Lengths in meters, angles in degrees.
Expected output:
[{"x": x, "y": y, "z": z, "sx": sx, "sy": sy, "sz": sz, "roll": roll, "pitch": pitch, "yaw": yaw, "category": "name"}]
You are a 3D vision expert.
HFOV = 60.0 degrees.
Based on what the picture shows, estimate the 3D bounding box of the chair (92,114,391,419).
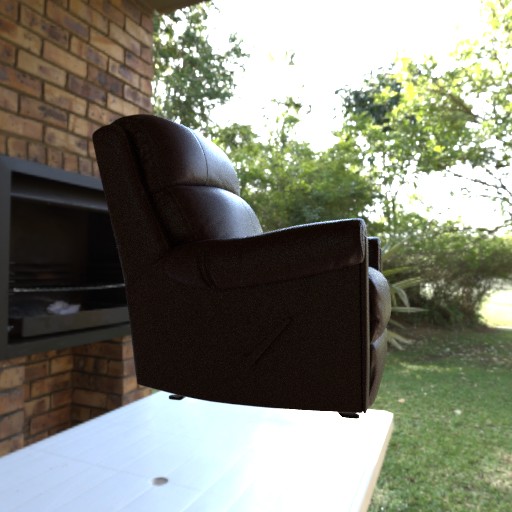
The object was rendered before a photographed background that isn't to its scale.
[{"x": 0.000, "y": 0.000, "z": 1.756, "sx": 1.014, "sy": 1.054, "sz": 0.838, "roll": -1, "pitch": -2, "yaw": 19, "category": "chair"}]
